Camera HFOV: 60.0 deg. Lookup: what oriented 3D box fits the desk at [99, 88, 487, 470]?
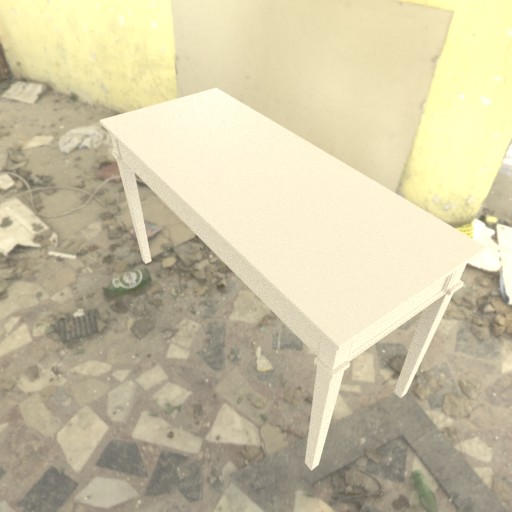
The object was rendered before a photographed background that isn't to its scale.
[{"bbox_3d":[0.000,0.000,1.758,0.559,0.774,1.372,-26,49,-26],"label":"desk"}]
